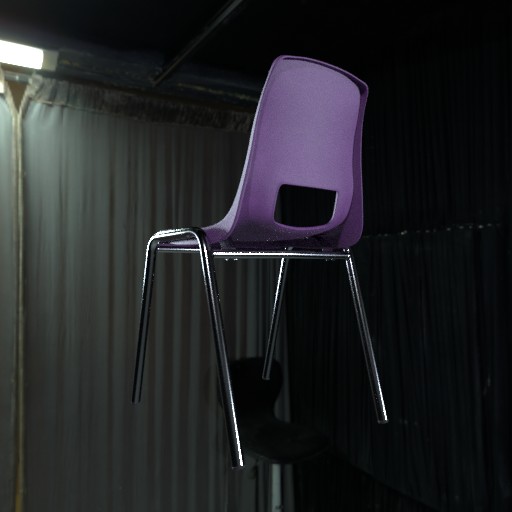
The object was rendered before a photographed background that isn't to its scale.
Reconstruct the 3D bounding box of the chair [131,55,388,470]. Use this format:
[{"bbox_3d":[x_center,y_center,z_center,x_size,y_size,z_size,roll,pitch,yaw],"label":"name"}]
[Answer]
[{"bbox_3d":[0.000,0.000,0.924,0.381,0.654,0.432,1,-1,-35],"label":"chair"}]
